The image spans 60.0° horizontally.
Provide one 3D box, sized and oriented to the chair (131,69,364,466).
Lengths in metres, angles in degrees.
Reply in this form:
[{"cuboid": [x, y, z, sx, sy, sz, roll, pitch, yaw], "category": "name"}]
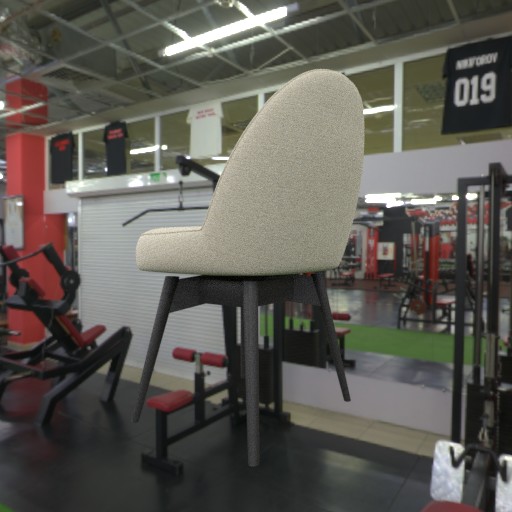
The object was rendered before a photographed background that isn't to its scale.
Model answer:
[{"cuboid": [0.000, 0.000, 1.176, 0.540, 0.838, 0.532, 1, 2, 36], "category": "chair"}]
